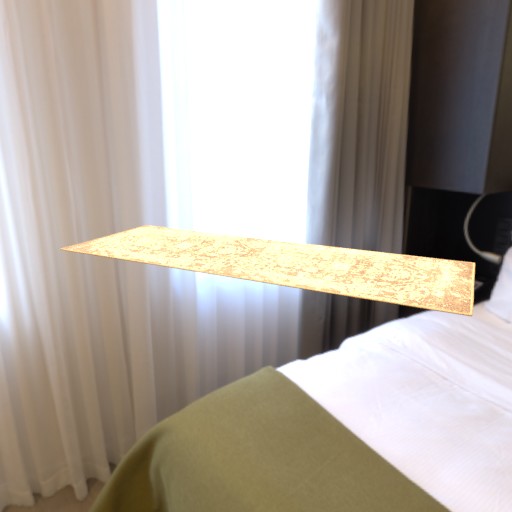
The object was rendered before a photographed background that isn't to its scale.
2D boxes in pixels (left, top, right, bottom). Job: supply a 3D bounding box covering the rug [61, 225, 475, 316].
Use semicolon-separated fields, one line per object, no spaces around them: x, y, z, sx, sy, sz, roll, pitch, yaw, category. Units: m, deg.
0.000;0.000;2.752;2.452;0.017;0.855;8;18;25;rug
